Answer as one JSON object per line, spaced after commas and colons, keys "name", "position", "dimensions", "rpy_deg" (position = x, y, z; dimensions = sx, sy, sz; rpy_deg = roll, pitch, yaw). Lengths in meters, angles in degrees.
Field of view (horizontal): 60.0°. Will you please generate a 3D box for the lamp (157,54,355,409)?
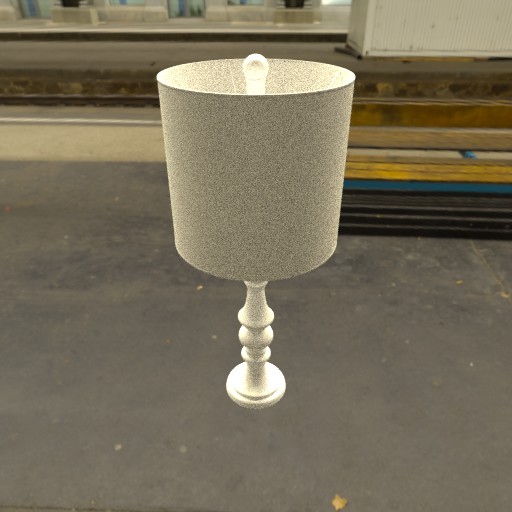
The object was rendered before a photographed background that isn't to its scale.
{"name": "lamp", "position": [0.000, 0.000, 0.715], "dimensions": [0.250, 0.597, 0.250], "rpy_deg": [-11, 33, -17]}
